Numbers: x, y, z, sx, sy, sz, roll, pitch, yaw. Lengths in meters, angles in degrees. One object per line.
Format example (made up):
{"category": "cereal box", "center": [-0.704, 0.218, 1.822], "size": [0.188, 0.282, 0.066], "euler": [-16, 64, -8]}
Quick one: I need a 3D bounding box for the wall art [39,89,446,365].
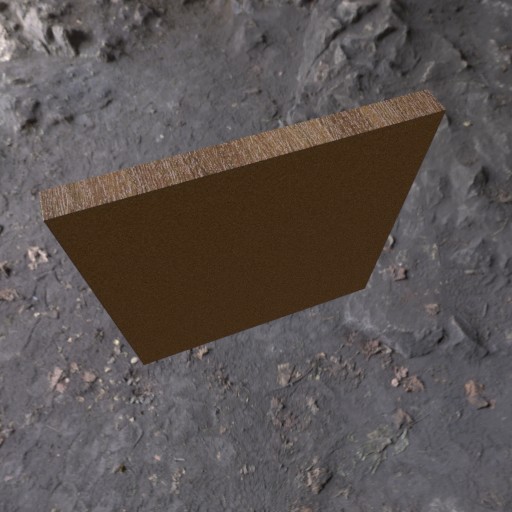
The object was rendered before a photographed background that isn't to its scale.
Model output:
{"category": "wall art", "center": [0.000, 0.000, 0.600], "size": [0.406, 0.403, 0.039], "euler": [-18, 61, -10]}
